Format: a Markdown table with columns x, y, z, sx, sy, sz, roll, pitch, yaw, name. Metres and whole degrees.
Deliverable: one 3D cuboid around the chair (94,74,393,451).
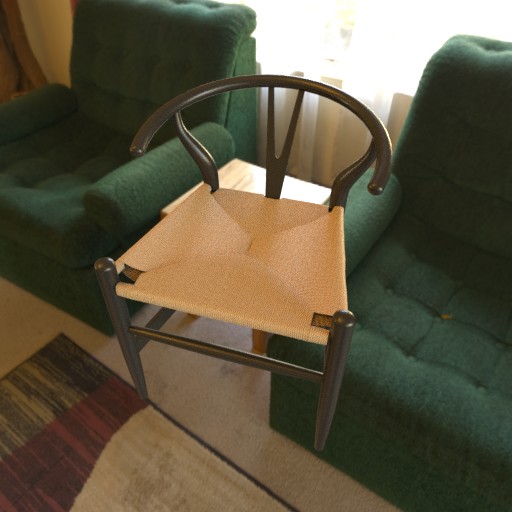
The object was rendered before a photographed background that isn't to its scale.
| x | y | z | sx | sy | sz | roll | pitch | yaw | name |
| --- | --- | --- | --- | --- | --- | --- | --- | --- | --- |
| 0.000 | 0.000 | 1.148 | 0.570 | 0.739 | 0.570 | 11 | 42 | 13 | chair |
